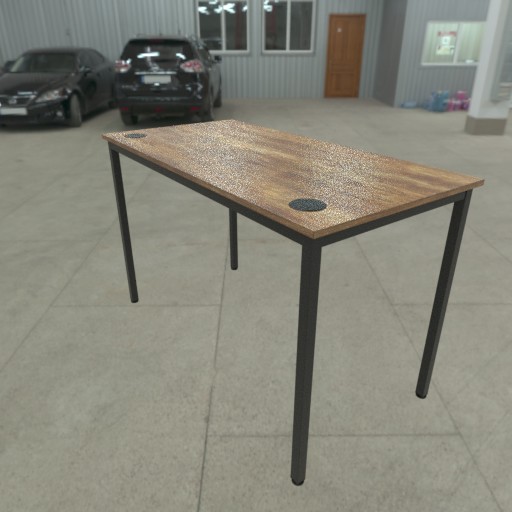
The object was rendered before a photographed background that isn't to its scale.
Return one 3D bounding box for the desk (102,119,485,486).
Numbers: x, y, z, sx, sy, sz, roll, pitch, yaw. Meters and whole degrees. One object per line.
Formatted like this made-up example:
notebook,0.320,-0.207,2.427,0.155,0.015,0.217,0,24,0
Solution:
desk,0.000,0.000,1.593,0.600,0.749,1.200,-18,31,-32
